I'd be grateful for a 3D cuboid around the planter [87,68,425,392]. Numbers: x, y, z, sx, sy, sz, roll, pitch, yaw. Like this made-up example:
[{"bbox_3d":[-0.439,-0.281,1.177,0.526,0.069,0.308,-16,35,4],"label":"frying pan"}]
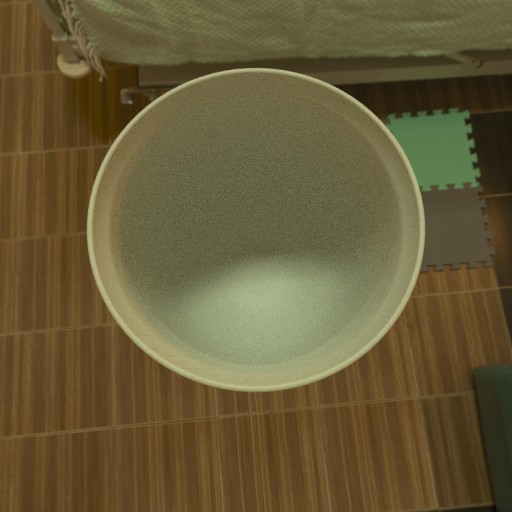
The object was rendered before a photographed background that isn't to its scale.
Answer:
[{"bbox_3d":[0.000,0.000,0.371,0.204,0.214,0.204,0,77,0],"label":"planter"}]
